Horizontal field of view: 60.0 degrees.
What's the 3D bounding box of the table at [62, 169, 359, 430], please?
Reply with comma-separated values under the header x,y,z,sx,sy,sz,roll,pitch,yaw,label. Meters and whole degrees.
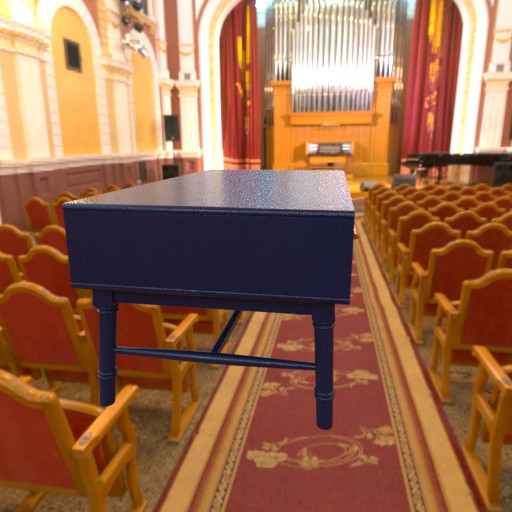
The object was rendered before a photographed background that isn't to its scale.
x,y,z,sx,sy,sz,roll,pitch,yaw,label
0.000,0.000,1.368,0.572,0.457,1.067,3,15,10,table
